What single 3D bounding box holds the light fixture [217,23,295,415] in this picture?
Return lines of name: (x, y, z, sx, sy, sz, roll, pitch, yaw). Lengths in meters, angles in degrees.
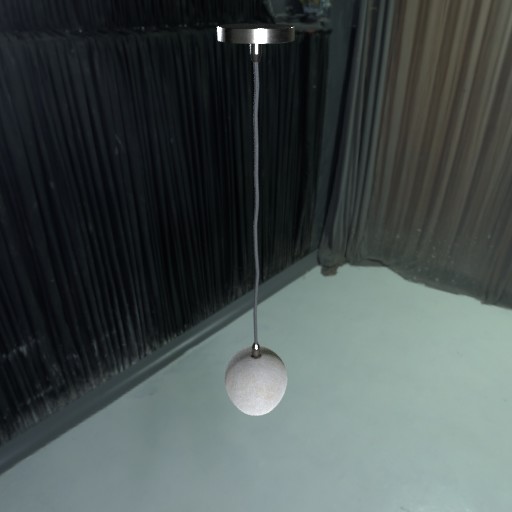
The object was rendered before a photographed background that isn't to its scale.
light fixture: (0.000, 0.000, 0.828, 0.139, 0.764, 0.139, 21, 37, 32)
